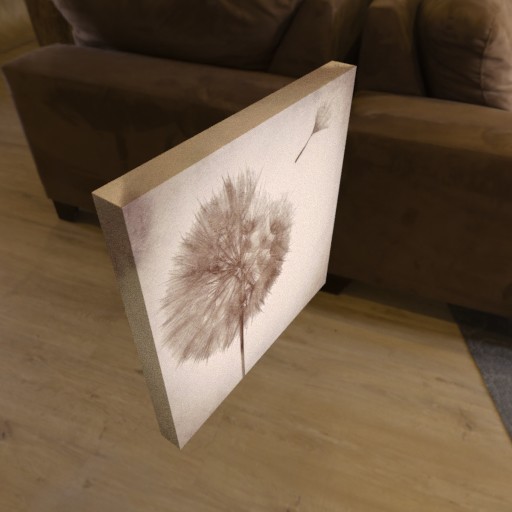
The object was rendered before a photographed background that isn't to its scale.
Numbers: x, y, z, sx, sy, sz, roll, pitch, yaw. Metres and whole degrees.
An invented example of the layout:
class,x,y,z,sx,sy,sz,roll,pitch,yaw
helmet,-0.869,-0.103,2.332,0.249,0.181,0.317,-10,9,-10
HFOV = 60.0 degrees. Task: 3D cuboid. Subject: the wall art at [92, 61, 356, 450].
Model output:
class,x,y,z,sx,sy,sz,roll,pitch,yaw
wall art,0.000,0.000,0.456,0.028,0.303,0.303,26,47,26
